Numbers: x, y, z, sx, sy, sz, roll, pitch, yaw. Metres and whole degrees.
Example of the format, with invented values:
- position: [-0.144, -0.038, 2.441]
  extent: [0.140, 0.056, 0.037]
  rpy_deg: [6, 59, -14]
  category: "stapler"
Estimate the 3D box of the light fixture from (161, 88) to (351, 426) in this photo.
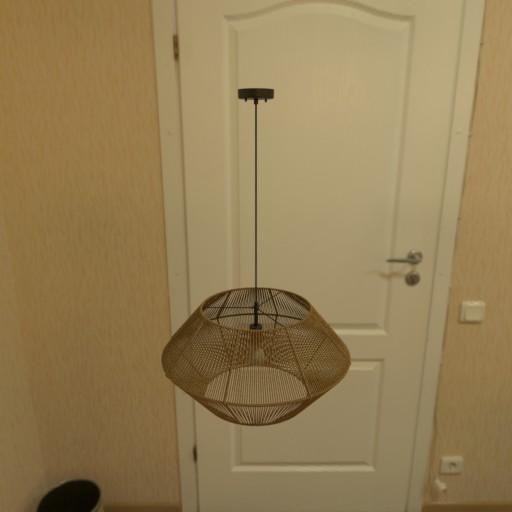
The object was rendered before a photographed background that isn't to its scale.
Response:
- position: [0.000, 0.000, 1.432]
  extent: [0.643, 1.009, 0.643]
  rpy_deg: [0, 16, 0]
  category: "light fixture"
